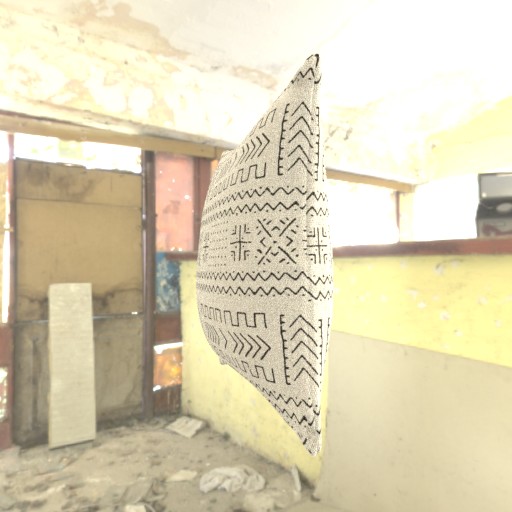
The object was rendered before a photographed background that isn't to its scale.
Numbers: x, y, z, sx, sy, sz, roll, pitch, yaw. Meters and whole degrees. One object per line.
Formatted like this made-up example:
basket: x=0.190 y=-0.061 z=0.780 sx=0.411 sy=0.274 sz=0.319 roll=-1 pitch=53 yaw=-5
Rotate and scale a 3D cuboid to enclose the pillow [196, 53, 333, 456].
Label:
pillow: x=0.000 y=0.000 z=0.675 sx=0.164 sy=0.430 sz=0.438 roll=0 pitch=-1 yaw=-17
